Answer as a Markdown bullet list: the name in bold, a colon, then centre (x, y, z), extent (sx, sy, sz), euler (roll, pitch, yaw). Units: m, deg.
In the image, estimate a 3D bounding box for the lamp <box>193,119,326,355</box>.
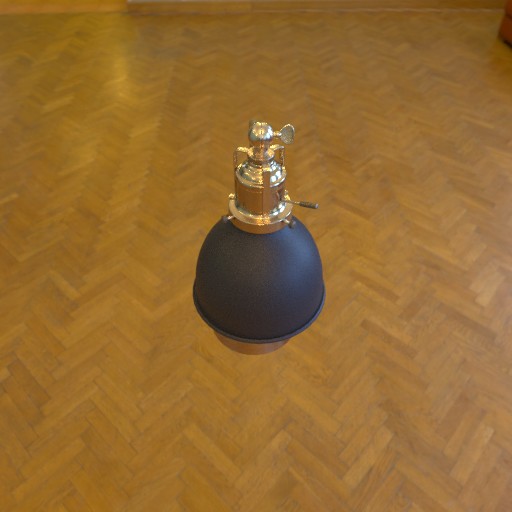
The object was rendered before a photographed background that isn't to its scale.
- **lamp**: centre (0.000, 0.000, 0.589), extent (0.160, 0.456, 0.291), euler (-2, 45, -2)
